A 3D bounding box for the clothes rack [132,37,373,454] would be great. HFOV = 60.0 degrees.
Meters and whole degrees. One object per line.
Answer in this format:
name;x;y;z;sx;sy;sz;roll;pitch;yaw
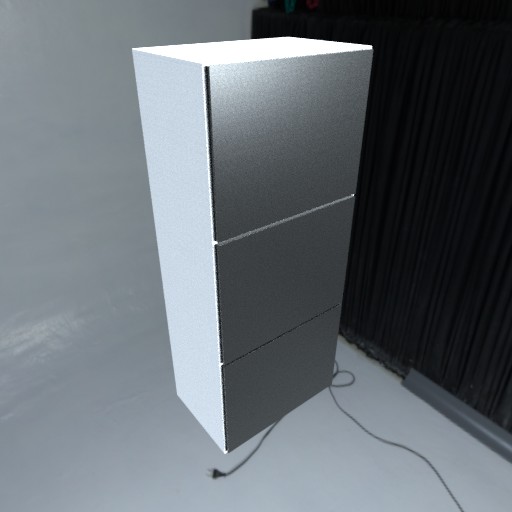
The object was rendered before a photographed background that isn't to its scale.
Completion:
clothes rack;0.000;0.000;1.388;0.500;1.187;0.330;-22;37;-32
